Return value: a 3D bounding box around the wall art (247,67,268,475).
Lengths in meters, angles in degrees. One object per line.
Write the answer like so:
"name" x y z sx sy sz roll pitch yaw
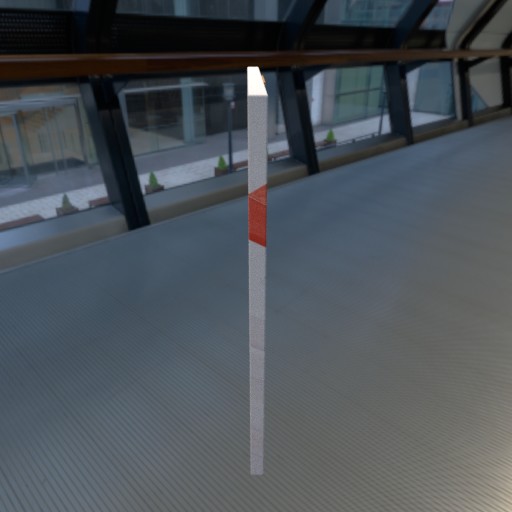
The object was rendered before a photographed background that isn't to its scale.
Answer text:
"wall art" 0.000 0.000 1.127 0.036 0.848 0.613 0 27 -1
